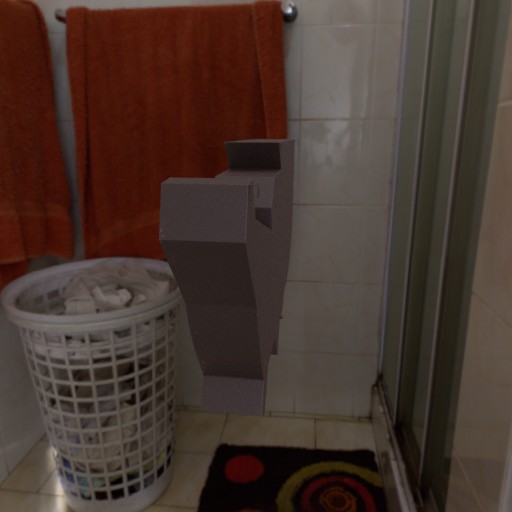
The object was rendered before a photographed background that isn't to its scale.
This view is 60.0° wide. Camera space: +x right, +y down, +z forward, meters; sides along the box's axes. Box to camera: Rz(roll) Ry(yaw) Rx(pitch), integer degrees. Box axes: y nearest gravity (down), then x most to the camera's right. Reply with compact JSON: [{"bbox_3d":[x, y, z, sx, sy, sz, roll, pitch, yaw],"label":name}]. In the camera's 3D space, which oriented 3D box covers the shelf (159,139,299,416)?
[{"bbox_3d":[0.000,0.000,0.882,0.112,0.439,0.729,2,16,9],"label":"shelf"}]
